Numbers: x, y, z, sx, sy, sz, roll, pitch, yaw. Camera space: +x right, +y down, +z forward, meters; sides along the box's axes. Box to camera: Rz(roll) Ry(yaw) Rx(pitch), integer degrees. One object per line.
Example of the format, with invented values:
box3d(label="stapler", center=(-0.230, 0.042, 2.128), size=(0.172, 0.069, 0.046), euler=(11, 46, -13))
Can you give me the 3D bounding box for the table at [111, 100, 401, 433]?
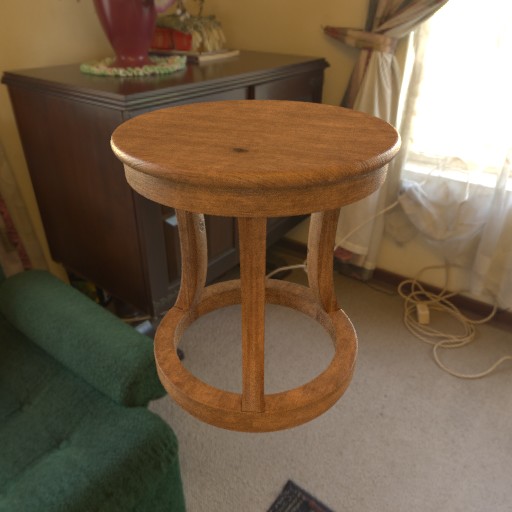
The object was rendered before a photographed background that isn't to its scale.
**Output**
box3d(label="table", center=(0.000, 0.000, 0.795), size=(0.432, 0.460, 0.432), euler=(0, 30, 0))
